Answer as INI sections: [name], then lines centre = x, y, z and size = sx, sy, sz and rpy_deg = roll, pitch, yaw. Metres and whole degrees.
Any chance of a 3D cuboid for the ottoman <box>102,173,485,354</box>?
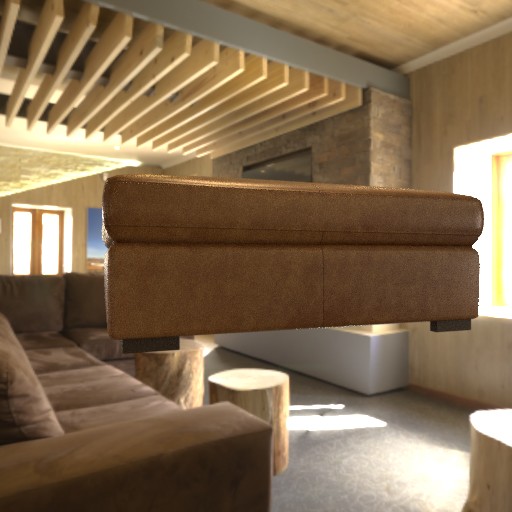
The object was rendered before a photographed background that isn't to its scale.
[ottoman]
centre = 0.000, 0.000, 1.779
size = 1.168, 0.483, 1.169
rpy_deg = 0, 0, -19
